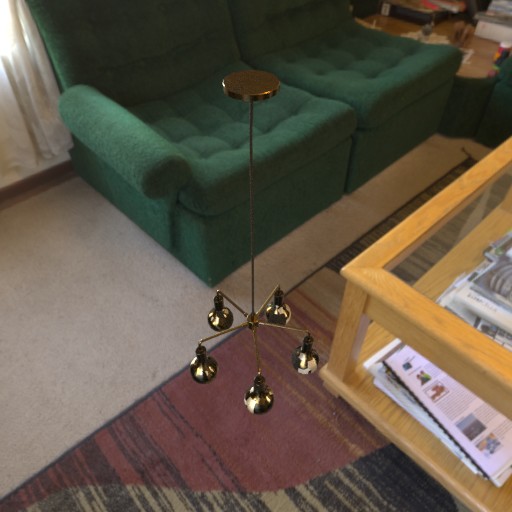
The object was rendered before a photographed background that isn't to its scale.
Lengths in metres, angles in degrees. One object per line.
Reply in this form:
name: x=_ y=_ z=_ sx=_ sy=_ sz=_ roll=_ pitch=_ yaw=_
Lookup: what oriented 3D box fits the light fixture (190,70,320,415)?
light fixture: x=0.000 y=0.000 z=1.218 sx=0.438 sy=0.988 sz=0.421 roll=22 pitch=49 yaw=20
